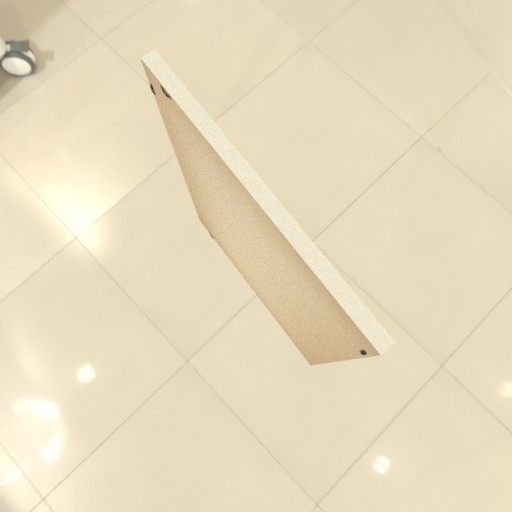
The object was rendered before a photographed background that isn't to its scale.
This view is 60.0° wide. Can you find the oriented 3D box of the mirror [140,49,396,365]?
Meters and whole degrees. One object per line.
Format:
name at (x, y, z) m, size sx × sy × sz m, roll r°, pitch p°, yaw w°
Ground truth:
mirror at (0.000, 0.000, 1.342) m, size 0.041 × 1.016 × 0.762 m, roll -36°, pitch 78°, yaw -9°
